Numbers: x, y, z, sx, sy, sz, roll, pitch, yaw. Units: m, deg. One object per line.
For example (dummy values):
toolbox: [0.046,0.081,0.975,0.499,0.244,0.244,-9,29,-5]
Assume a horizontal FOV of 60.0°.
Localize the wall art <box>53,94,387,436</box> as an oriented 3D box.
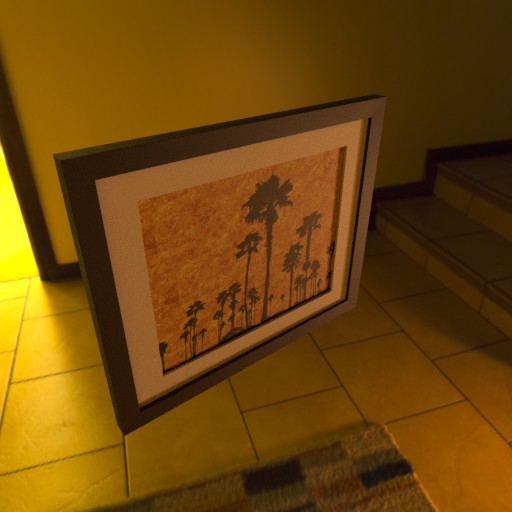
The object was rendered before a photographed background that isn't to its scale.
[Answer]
wall art: [0.000,0.000,0.755,0.561,0.460,0.028,-22,37,-32]
